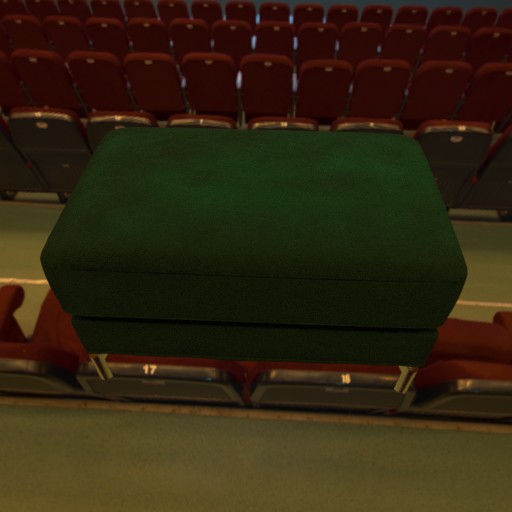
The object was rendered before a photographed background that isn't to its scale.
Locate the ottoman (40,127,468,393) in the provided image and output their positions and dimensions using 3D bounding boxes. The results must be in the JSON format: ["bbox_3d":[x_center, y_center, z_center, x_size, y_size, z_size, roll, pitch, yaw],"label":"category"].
[{"bbox_3d":[0.000,0.000,1.219,0.886,0.533,0.536,2,47,2],"label":"ottoman"}]
